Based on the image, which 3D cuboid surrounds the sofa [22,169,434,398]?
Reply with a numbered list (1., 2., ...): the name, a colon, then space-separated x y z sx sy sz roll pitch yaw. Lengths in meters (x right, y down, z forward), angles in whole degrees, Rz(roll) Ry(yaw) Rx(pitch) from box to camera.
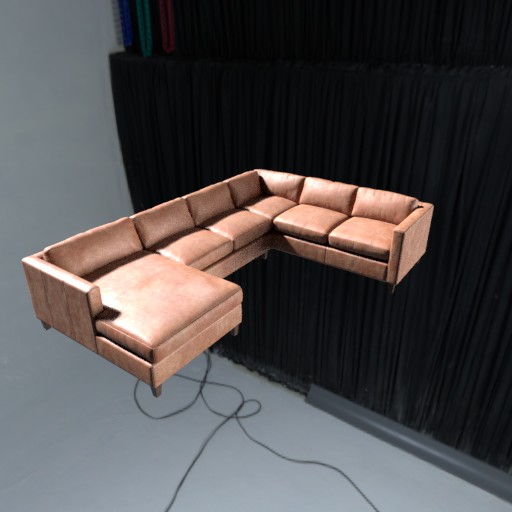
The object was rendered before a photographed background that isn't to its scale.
1. sofa: 0.000 0.000 4.442 2.430 0.832 3.401 18 31 32
